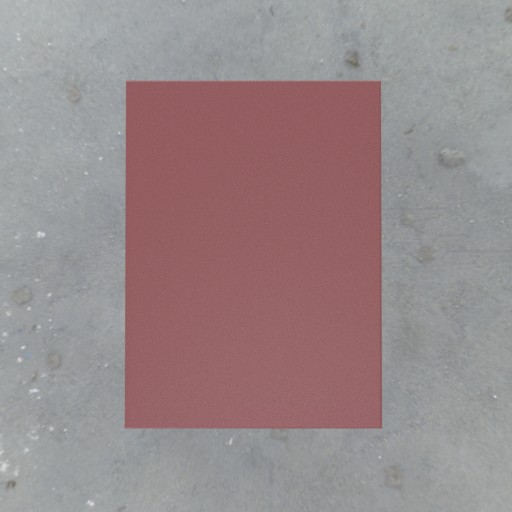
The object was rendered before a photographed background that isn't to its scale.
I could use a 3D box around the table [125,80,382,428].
[{"bbox_3d":[0.000,0.000,1.105,0.451,0.686,0.599,0,89,0],"label":"table"}]
